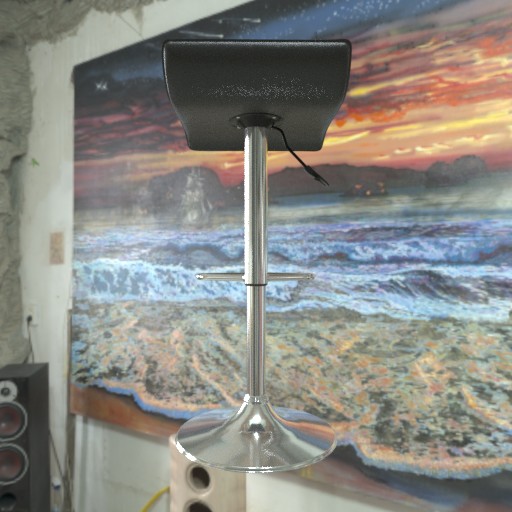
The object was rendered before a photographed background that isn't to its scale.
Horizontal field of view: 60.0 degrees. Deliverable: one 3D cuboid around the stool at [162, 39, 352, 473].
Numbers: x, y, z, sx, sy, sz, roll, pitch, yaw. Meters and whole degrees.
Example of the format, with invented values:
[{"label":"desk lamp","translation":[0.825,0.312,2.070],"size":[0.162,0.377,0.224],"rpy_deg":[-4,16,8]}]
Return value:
[{"label":"stool","translation":[0.000,0.000,1.056],"size":[0.381,0.851,0.381],"rpy_deg":[0,0,-1]}]
